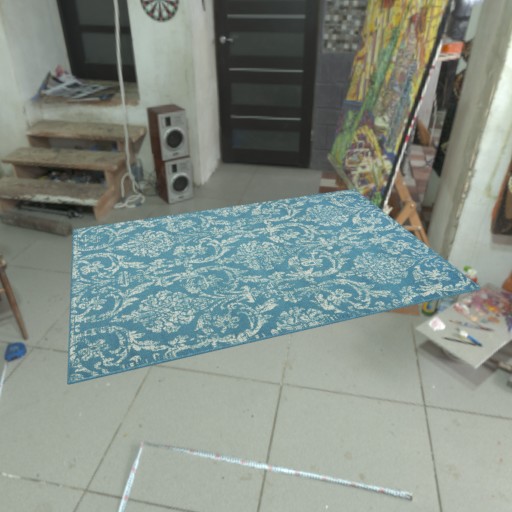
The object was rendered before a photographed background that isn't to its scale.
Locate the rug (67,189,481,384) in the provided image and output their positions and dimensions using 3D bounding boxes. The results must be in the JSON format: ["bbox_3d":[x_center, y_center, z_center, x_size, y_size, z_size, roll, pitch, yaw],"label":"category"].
[{"bbox_3d":[0.000,0.000,3.481,2.746,0.018,1.816,-10,34,-15],"label":"rug"}]
